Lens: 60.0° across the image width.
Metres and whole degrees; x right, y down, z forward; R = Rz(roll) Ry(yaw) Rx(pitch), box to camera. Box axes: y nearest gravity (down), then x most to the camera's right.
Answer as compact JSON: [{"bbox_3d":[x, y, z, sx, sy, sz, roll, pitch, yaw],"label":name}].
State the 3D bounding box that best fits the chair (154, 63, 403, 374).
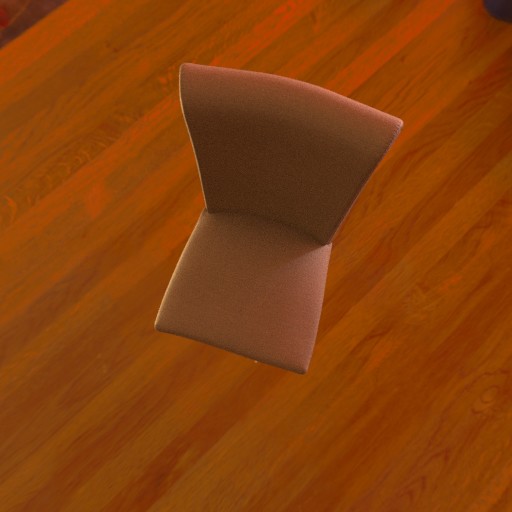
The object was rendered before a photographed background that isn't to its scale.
[{"bbox_3d":[0.000,0.000,1.377,0.513,0.988,0.608,16,77,4],"label":"chair"}]
